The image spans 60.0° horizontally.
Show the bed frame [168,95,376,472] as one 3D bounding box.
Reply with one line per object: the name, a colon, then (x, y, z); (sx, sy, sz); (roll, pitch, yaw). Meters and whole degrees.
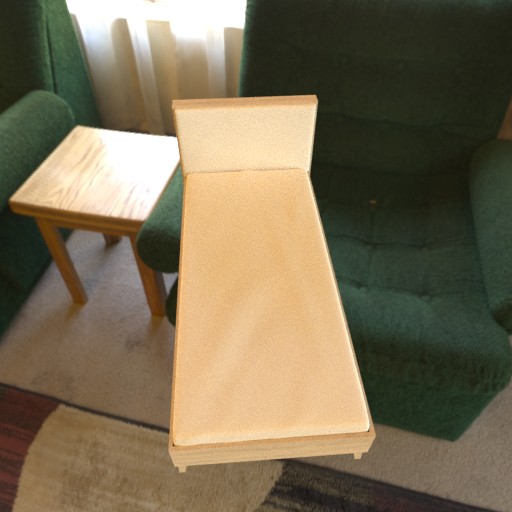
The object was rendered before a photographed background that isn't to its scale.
bed frame: (0.000, 0.000, 2.674); (0.990, 0.920, 2.140); (-3, 47, -3)
